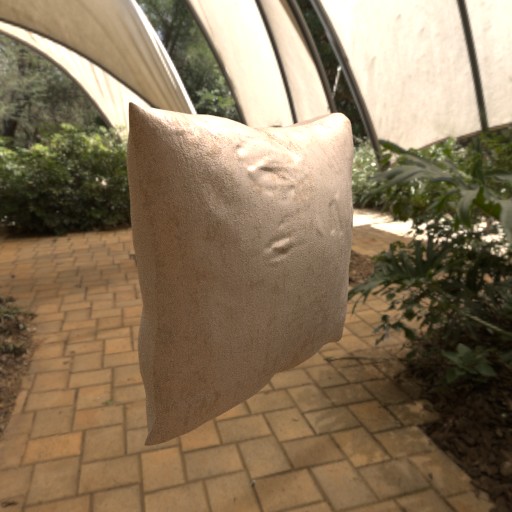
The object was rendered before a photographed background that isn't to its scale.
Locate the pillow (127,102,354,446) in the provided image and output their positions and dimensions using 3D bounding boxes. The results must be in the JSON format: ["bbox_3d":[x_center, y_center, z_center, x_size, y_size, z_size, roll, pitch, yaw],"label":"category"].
[{"bbox_3d":[0.000,0.000,0.707,0.245,0.448,0.450,14,21,43],"label":"pillow"}]
